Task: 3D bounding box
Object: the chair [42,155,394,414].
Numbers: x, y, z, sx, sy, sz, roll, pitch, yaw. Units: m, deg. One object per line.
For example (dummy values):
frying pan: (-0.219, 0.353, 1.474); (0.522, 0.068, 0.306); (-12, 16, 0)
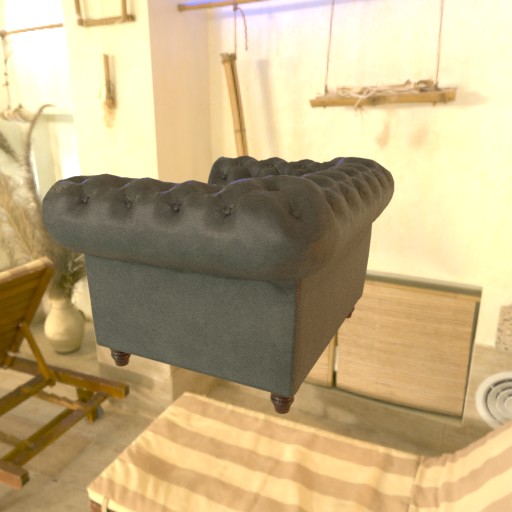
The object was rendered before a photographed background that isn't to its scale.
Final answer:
chair: (0.000, 0.000, 1.860); (0.943, 0.780, 1.298); (8, 18, 24)
